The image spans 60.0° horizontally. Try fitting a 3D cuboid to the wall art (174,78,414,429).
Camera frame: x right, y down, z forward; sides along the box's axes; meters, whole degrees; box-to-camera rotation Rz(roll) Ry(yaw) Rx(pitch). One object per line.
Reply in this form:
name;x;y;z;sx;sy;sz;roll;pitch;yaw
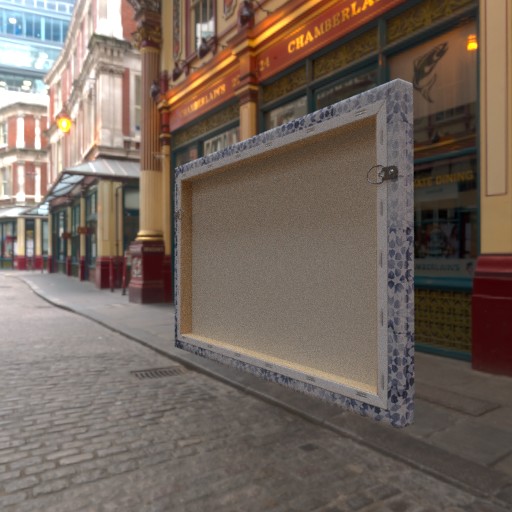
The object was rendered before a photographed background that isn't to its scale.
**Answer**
wall art;0.000;0.000;0.765;0.030;0.406;0.608;0;-1;-35
